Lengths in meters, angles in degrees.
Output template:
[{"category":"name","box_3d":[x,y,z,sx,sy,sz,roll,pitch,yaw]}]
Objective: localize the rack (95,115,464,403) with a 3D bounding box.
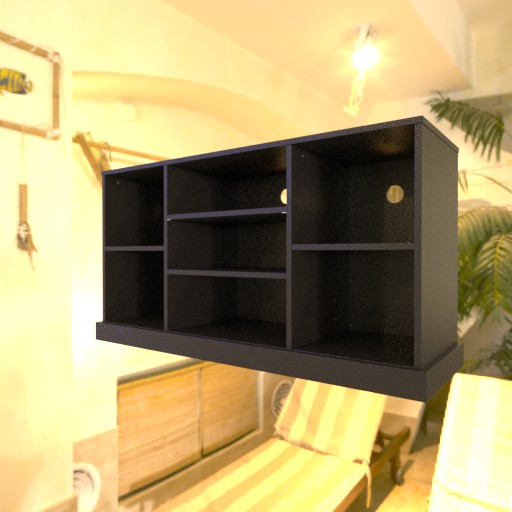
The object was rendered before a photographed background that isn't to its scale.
[{"category":"rack","box_3d":[0.000,0.000,1.481,1.206,0.635,0.399,0,1,36]}]
